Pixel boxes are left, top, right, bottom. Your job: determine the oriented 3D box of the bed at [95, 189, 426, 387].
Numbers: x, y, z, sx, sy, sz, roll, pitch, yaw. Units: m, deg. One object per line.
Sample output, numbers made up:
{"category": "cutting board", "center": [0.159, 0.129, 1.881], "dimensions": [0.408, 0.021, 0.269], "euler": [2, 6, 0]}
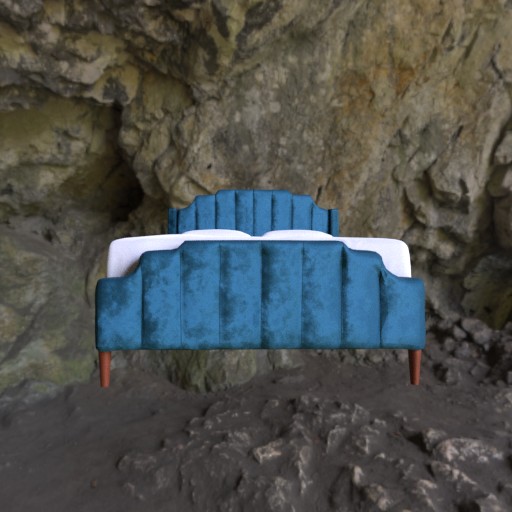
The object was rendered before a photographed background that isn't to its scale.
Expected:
{"category": "bed", "center": [0.000, 0.000, 3.328], "dimensions": [1.678, 1.338, 2.322], "euler": [0, -1, -1]}
